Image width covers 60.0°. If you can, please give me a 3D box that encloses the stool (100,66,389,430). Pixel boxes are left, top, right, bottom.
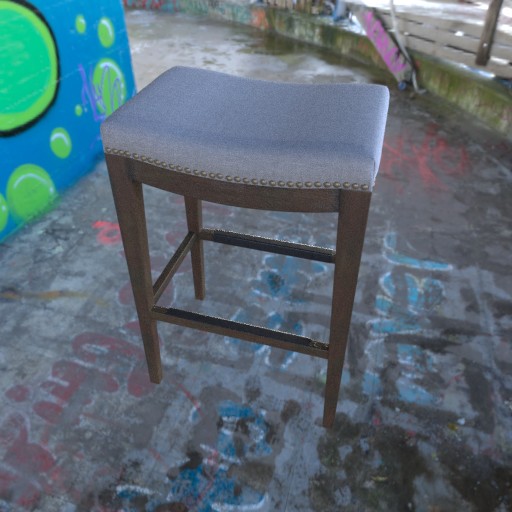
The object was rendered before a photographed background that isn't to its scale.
[{"bbox_3d":[0.000,0.000,1.063,0.508,0.762,0.356,11,42,12],"label":"stool"}]
